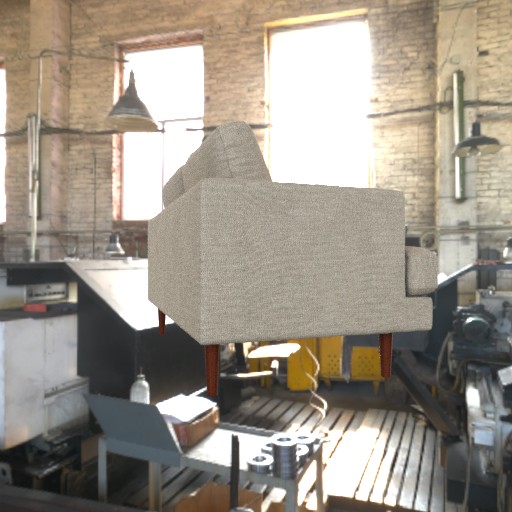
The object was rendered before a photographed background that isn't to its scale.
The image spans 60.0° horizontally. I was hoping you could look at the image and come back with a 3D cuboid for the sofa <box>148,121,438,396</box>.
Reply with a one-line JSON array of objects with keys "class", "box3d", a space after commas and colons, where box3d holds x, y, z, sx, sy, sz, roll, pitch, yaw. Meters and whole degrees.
[{"class": "sofa", "box3d": [0.000, 0.000, 2.212, 0.903, 0.944, 1.582, 0, 0, -20]}]
